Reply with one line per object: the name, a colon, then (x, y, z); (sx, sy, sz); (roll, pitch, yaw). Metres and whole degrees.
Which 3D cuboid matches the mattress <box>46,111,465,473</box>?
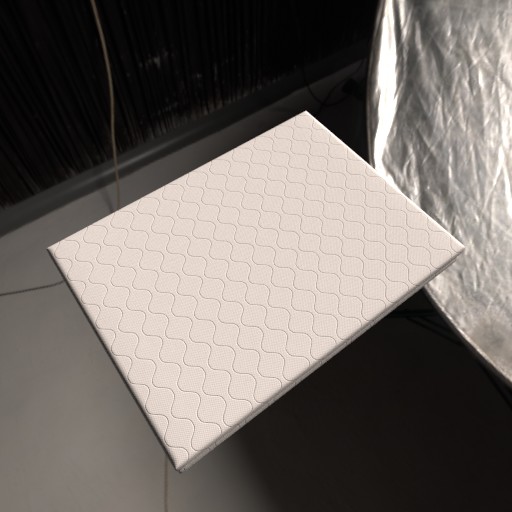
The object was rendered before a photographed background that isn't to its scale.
mattress: (0.000, 0.000, 2.552); (1.900, 0.200, 1.400); (-32, 64, -18)
